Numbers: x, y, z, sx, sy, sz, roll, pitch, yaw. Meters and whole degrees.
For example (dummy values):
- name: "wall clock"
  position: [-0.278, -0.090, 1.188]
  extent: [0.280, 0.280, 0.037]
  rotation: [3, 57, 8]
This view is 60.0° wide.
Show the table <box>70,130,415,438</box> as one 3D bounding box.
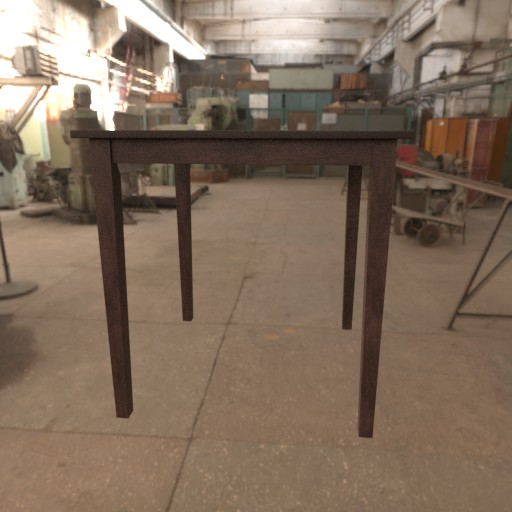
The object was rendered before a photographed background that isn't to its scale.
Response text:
- name: "table"
  position: [0.000, 0.000, 1.411]
  extent: [0.749, 0.770, 0.749]
  rotation: [2, 16, 7]
